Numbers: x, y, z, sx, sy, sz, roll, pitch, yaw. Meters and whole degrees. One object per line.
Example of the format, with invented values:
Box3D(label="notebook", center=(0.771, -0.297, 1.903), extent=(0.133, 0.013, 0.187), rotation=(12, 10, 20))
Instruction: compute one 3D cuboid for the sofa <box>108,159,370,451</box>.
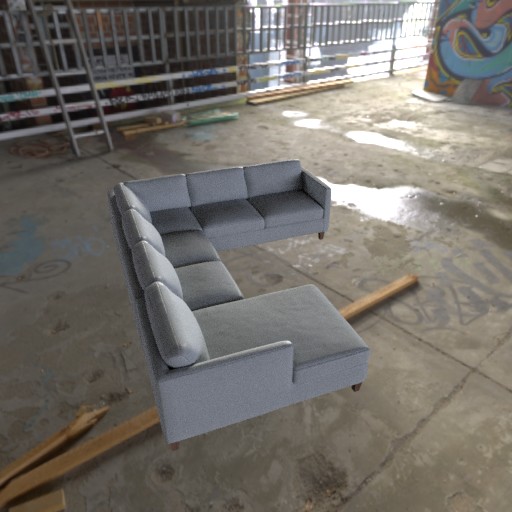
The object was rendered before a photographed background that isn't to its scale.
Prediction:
Box3D(label="sofa", center=(0.000, 0.000, 4.451), extent=(2.551, 0.853, 3.238), rotation=(-11, 33, -18))
